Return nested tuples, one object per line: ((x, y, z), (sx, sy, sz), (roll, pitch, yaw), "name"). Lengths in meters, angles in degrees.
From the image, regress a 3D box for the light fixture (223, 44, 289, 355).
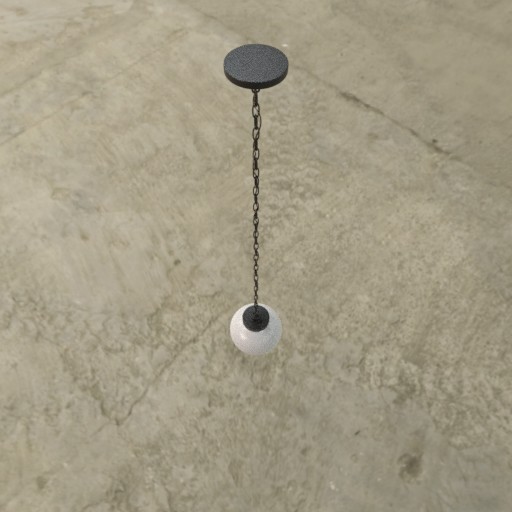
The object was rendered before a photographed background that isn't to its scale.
((0.000, 0.000, 1.950), (0.305, 1.867, 0.304), (-15, 58, -10), "light fixture")
